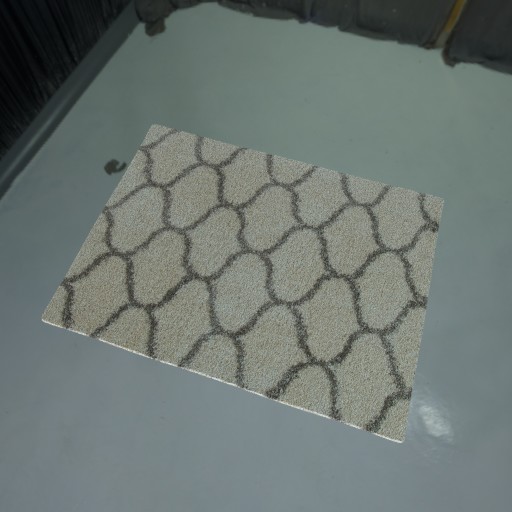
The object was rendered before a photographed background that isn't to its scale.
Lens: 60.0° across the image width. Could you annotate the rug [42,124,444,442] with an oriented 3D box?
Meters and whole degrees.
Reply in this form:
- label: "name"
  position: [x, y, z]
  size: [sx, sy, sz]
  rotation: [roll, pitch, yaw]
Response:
- label: "rug"
  position: [0.000, 0.000, 2.090]
  size: [1.600, 0.025, 1.200]
  rotation: [16, 64, 8]
